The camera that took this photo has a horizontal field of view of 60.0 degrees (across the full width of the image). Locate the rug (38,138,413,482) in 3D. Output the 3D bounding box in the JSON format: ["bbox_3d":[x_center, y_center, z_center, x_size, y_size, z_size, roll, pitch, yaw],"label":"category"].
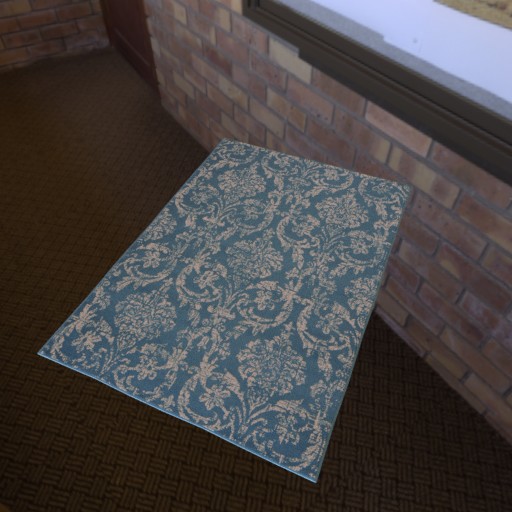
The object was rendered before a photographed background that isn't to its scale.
[{"bbox_3d":[0.000,0.000,2.806,1.554,0.012,2.205,18,51,16],"label":"rug"}]
